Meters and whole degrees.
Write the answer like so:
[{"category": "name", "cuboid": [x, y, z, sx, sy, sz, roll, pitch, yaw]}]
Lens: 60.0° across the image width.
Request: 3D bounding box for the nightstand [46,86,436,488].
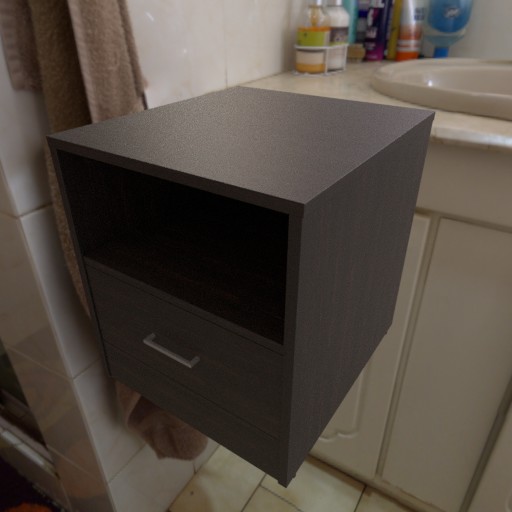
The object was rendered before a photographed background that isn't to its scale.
[{"category": "nightstand", "cuboid": [0.000, 0.000, 0.778, 0.400, 0.460, 0.461, 19, 36, 29]}]
